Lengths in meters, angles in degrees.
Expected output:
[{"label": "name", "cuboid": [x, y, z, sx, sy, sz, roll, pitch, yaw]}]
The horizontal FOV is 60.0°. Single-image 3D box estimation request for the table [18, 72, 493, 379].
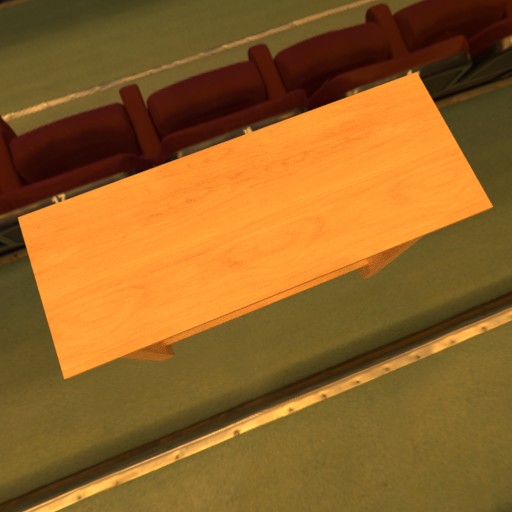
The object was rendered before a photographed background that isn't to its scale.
[{"label": "table", "cuboid": [0.000, 0.000, 1.247, 0.900, 0.728, 0.340, -21, 77, -5]}]
